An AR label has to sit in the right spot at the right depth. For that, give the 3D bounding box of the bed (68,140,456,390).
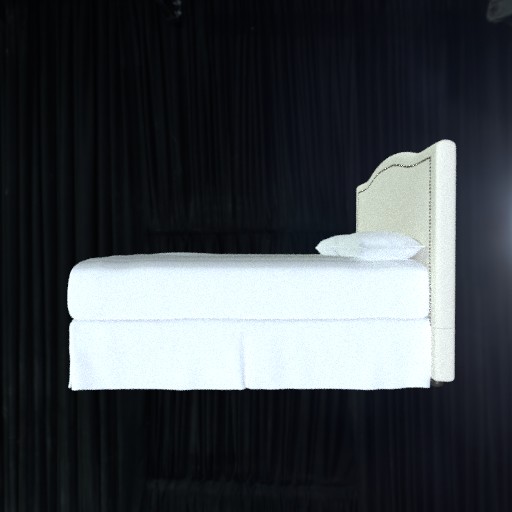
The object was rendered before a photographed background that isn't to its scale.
[{"bbox_3d":[0.000,0.000,3.239,2.143,1.460,1.753,0,1,-1],"label":"bed"}]
